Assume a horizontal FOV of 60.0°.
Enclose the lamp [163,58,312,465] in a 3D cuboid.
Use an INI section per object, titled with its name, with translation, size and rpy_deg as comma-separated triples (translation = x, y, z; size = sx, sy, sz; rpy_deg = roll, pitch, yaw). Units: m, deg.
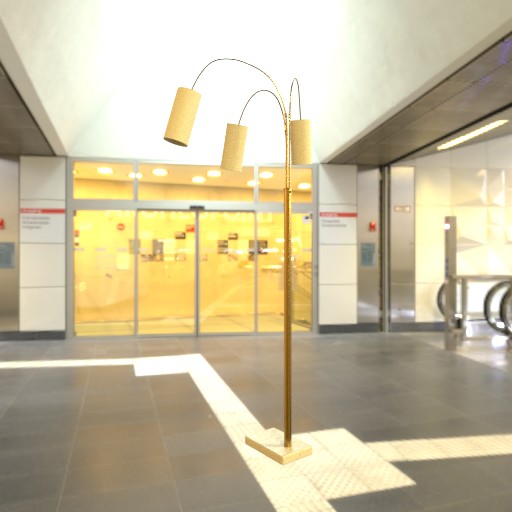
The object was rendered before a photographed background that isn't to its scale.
[lamp]
translation = 0.000, 0.000, 2.491
size = 1.020, 2.055, 0.667
rpy_deg = 0, 0, -37
